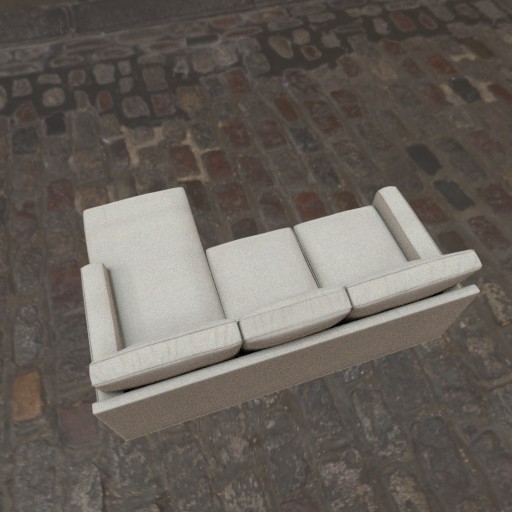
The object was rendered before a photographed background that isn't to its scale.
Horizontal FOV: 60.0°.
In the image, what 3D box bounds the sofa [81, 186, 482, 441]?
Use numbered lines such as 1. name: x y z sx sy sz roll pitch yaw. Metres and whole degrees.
1. sofa: 0.000 0.000 2.810 2.087 0.861 1.496 -15 58 -10
